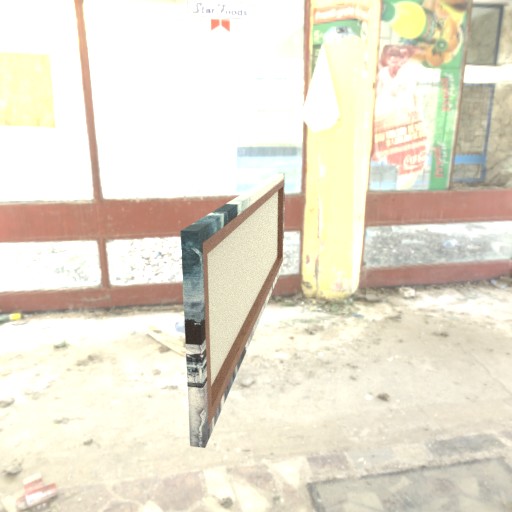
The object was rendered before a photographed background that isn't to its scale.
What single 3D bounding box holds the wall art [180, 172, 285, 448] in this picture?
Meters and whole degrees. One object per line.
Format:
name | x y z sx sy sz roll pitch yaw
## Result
wall art | 0.000 0.000 1.678 0.037 0.509 1.524 3 15 10
